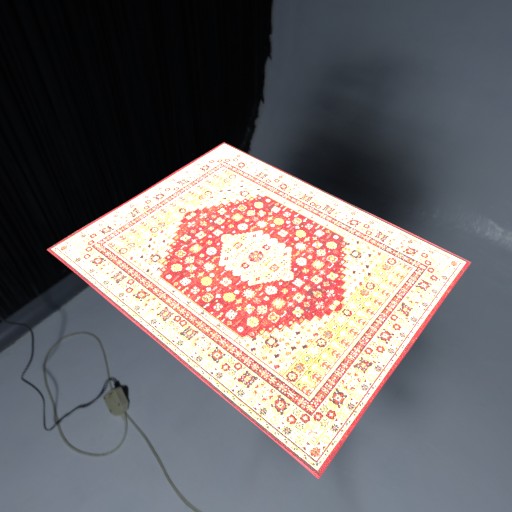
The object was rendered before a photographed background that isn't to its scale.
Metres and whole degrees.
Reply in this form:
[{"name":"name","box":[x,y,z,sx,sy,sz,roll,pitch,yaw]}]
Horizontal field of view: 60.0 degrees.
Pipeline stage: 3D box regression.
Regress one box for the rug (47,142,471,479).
[{"name":"rug","box":[0.000,0.000,4.036,3.053,0.013,2.387,32,54,27]}]
